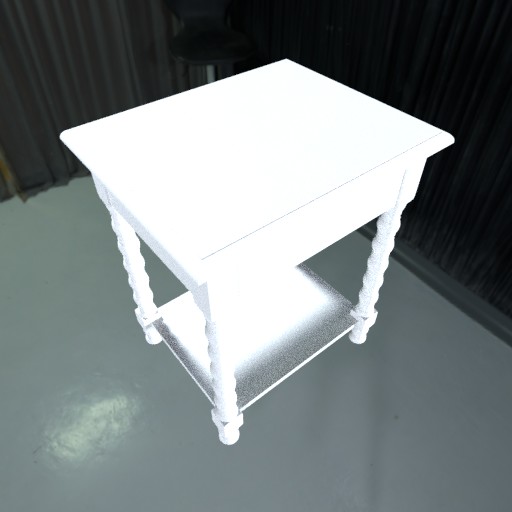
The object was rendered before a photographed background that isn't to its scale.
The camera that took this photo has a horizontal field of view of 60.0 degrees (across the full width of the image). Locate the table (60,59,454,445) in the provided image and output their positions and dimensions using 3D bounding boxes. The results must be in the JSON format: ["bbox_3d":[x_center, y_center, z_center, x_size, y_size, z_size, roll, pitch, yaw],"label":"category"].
[{"bbox_3d":[0.000,0.000,0.845,0.460,0.531,0.381,-29,52,-26],"label":"table"}]
